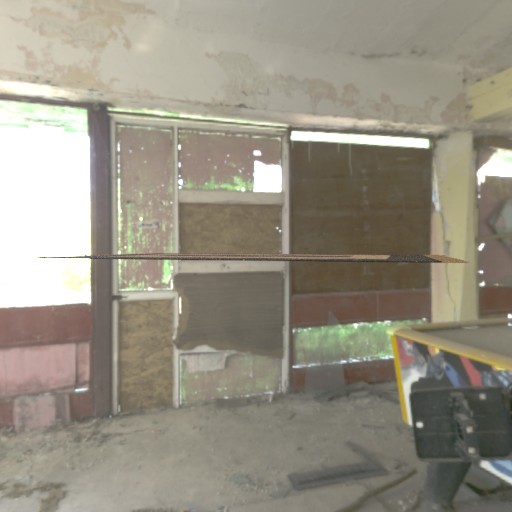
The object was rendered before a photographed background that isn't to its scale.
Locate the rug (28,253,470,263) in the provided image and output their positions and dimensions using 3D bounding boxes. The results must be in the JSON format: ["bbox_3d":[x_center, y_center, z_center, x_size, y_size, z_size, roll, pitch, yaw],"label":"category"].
[{"bbox_3d":[0.000,0.000,1.888,1.541,0.013,0.920,0,1,17],"label":"rug"}]
